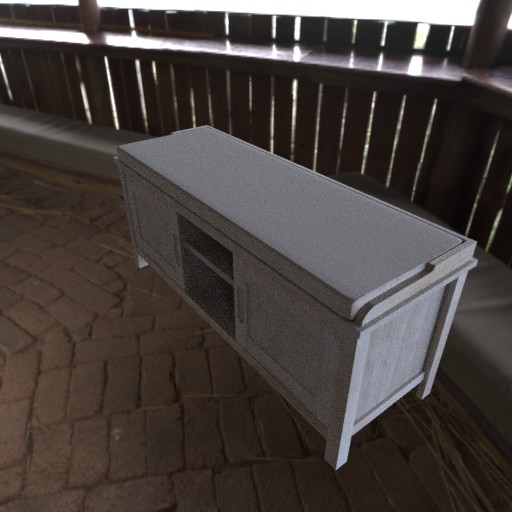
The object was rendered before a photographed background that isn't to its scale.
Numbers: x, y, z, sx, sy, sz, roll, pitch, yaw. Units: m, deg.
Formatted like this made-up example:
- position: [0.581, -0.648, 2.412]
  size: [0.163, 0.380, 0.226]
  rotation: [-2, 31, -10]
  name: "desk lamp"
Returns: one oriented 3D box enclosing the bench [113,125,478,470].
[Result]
- position: [0.000, 0.000, 1.395]
  size: [0.398, 0.501, 1.140]
  rotation: [-23, 39, -31]
  name: "bench"
